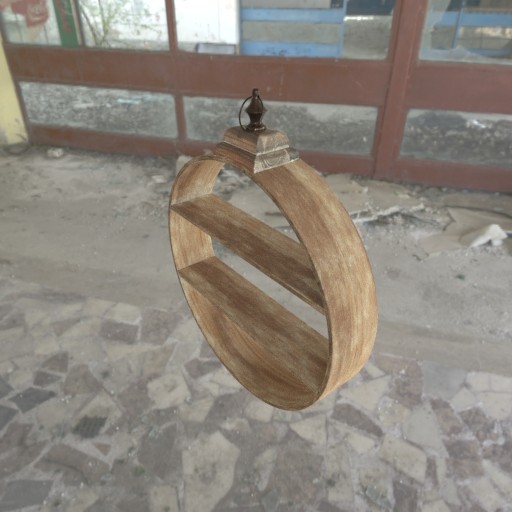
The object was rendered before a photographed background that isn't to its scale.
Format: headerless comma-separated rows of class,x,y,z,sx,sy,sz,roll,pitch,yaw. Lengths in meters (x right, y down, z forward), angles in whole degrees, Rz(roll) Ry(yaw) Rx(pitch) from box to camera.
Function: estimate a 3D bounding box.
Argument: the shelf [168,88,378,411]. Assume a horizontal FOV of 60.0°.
shelf,0.000,0.000,1.003,0.125,0.725,0.601,-23,38,-32
